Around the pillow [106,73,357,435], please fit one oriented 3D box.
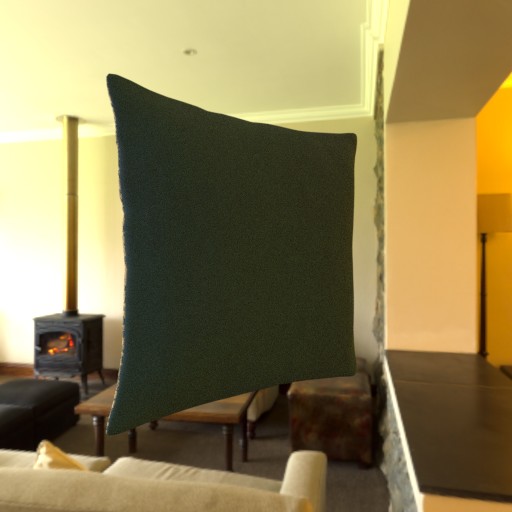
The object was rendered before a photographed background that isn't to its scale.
[{"bbox_3d":[0.000,0.000,0.776,0.523,0.510,0.166,0,0,-36],"label":"pillow"}]
